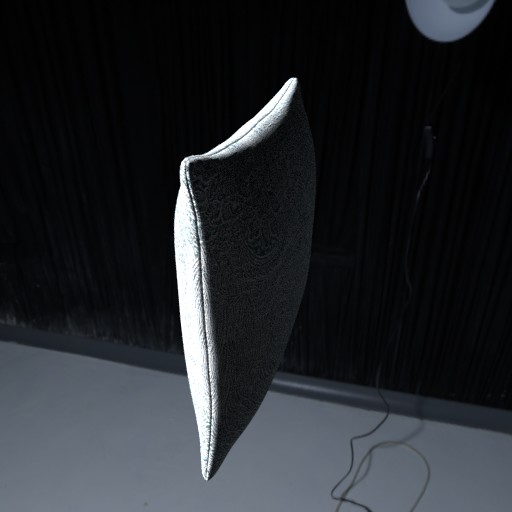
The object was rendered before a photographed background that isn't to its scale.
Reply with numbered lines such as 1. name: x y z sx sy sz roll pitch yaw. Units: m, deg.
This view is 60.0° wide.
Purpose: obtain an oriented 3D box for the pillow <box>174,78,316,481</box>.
1. pillow: 0.000 0.000 0.766 0.166 0.507 0.526 8 32 14
